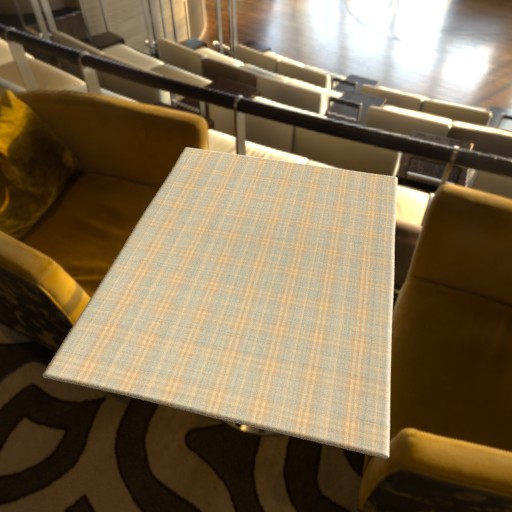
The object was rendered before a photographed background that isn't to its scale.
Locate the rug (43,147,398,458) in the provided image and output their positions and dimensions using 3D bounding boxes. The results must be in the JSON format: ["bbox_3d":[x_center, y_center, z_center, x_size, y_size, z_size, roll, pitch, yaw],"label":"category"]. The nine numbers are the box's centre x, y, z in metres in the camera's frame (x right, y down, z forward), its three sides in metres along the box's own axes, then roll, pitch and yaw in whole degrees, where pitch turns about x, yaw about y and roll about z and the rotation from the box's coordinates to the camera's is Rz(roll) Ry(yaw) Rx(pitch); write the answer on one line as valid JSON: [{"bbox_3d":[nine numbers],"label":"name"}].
[{"bbox_3d":[0.000,0.000,4.031,2.462,0.030,3.066,10,47,9],"label":"rug"}]
